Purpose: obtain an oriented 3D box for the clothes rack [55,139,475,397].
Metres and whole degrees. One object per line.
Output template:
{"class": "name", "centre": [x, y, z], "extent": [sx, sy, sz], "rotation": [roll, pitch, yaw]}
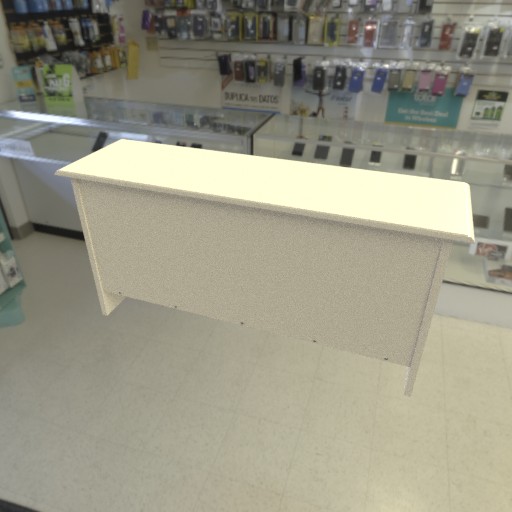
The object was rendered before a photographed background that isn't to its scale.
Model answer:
{"class": "clothes rack", "centre": [0.000, 0.000, 1.376], "extent": [1.120, 0.531, 0.324], "rotation": [11, 34, 17]}
